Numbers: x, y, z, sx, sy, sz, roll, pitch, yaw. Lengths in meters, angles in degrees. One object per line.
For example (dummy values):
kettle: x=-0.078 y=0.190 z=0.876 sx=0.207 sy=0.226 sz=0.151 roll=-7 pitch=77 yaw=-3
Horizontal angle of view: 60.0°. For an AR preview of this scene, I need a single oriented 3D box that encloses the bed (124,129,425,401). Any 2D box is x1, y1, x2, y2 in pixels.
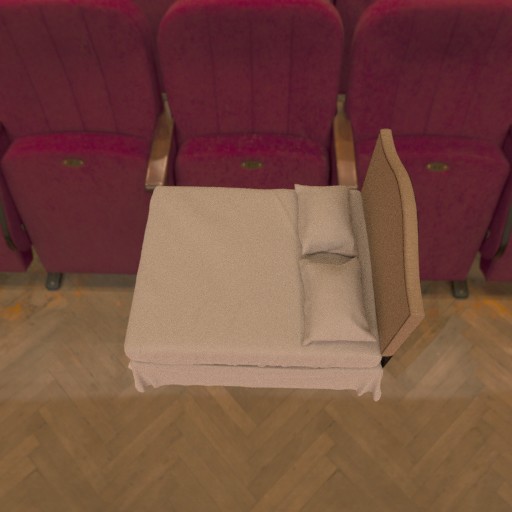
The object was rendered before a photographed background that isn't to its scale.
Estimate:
bed: x=0.000 y=0.000 z=3.592 sx=2.221 sy=1.645 sz=1.876 roll=1 pitch=59 yaw=1
